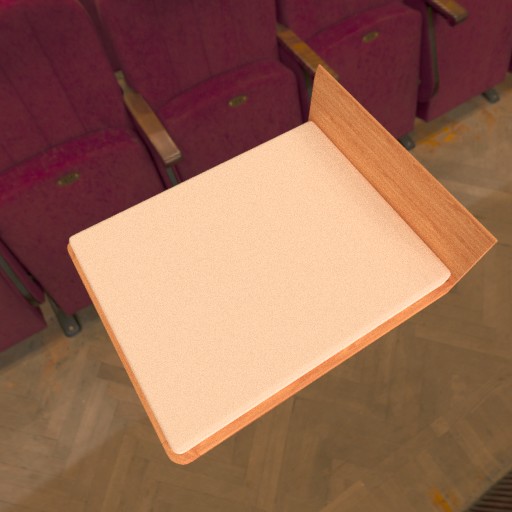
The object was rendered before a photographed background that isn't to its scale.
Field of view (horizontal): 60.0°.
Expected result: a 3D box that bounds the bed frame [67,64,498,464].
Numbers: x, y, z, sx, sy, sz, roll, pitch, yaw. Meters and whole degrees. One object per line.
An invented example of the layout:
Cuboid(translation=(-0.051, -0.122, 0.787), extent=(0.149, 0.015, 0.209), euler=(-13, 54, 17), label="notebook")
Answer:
Cuboid(translation=(0.000, 0.000, 2.911), extent=(2.092, 0.940, 1.660), euler=(-29, 66, -14), label="bed frame")
